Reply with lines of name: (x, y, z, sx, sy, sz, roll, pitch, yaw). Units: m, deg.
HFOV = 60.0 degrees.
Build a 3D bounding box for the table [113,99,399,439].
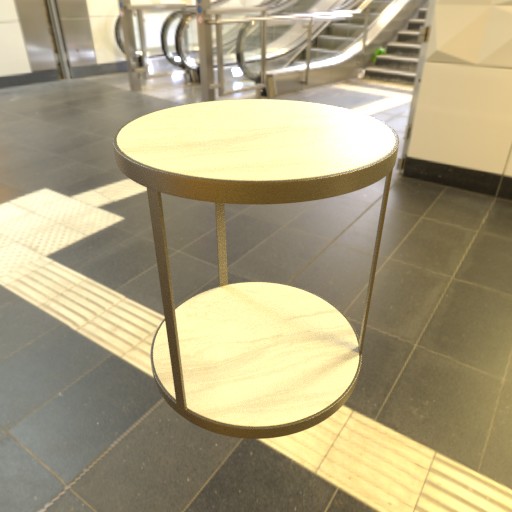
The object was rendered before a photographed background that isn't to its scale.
table: (0.000, 0.000, 0.838, 0.445, 0.479, 0.445, 0, 32, 0)
